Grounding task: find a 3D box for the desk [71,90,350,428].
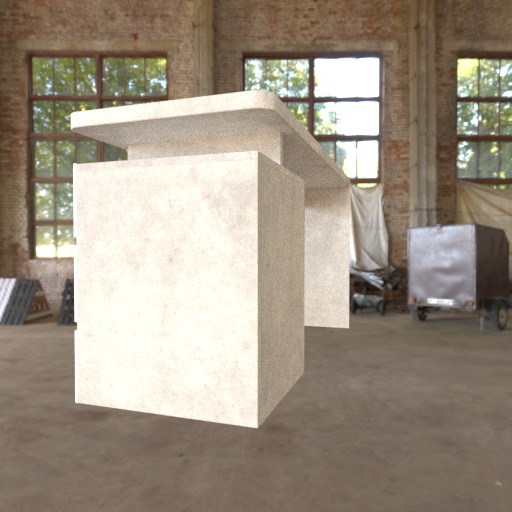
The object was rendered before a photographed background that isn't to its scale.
[{"bbox_3d":[0.000,0.000,1.706,0.550,0.755,1.400,0,1,19],"label":"desk"}]
